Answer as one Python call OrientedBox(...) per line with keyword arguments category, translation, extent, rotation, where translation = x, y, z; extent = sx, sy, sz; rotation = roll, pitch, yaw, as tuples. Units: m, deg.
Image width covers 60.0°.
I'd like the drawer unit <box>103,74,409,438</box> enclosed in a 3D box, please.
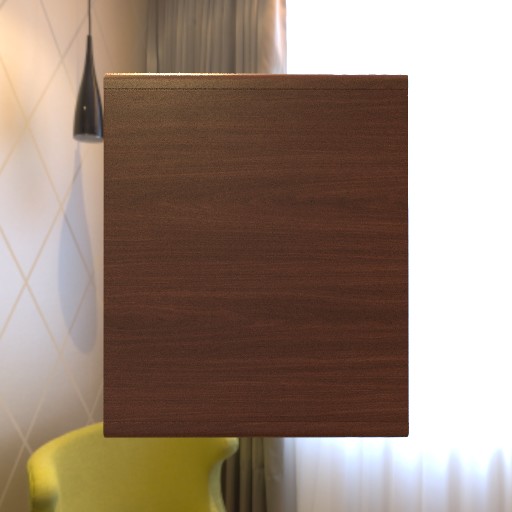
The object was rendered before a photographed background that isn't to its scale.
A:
OrientedBox(category="drawer unit", translation=(0.000, 0.000, 0.595), extent=(0.290, 0.351, 0.349), rotation=(0, 0, 0))
